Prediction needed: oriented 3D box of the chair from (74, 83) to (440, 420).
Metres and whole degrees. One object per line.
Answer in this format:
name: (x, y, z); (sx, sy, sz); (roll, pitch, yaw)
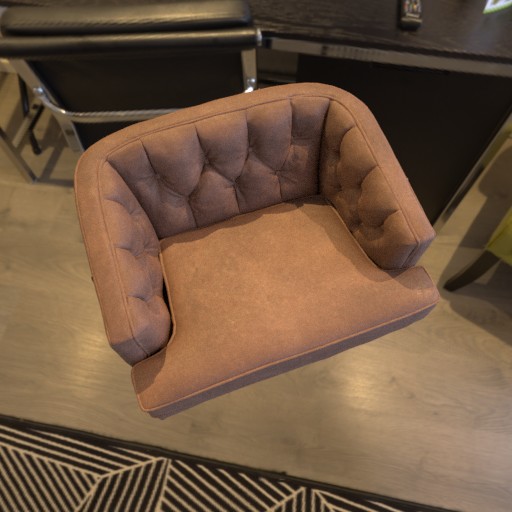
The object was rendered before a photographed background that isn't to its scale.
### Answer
chair: (0.000, 0.000, 1.706); (1.118, 0.787, 0.914); (-18, 64, -9)
